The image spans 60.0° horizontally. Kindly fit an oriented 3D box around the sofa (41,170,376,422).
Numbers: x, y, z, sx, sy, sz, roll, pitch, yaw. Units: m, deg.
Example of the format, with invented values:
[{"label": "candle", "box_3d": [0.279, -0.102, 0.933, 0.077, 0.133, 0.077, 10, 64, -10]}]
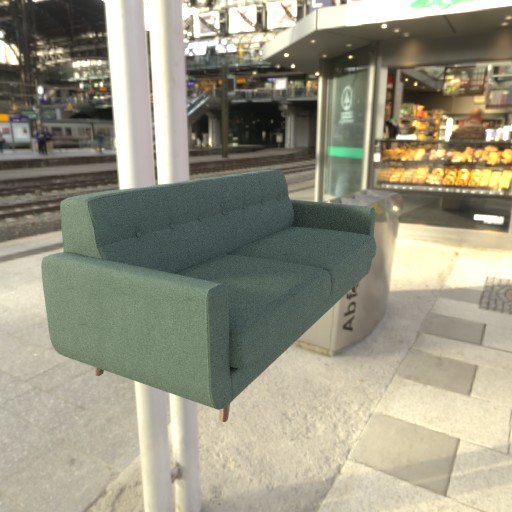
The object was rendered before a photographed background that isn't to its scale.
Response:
[{"label": "sofa", "box_3d": [0.000, 0.000, 2.491, 0.909, 0.841, 2.029, 8, 17, 28]}]
